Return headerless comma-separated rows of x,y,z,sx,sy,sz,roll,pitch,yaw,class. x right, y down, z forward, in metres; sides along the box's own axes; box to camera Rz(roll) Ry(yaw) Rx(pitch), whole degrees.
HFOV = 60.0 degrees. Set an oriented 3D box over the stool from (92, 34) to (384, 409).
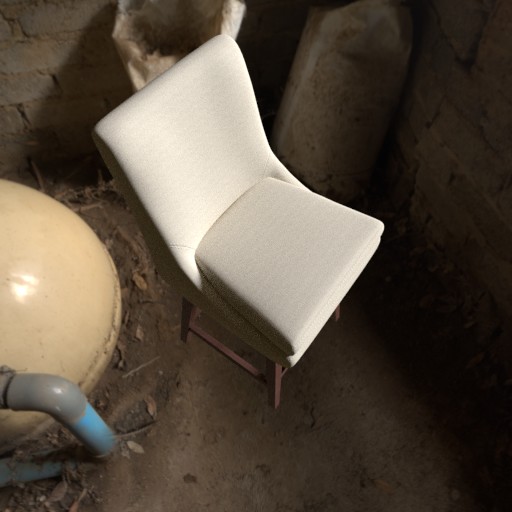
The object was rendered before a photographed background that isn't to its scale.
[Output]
0.000,0.000,1.304,0.559,0.991,0.483,32,63,19,stool
